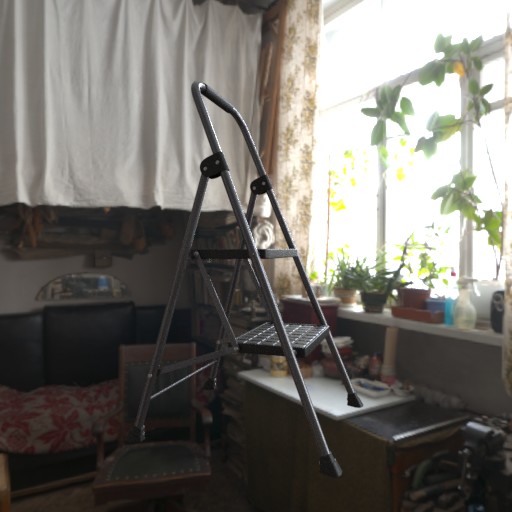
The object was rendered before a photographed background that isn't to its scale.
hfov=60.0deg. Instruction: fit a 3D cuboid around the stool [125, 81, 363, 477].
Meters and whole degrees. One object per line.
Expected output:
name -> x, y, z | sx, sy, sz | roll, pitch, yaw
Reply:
stool -> 0.000, 0.000, 1.167 | 0.514, 0.872, 0.450 | 0, 1, 19
